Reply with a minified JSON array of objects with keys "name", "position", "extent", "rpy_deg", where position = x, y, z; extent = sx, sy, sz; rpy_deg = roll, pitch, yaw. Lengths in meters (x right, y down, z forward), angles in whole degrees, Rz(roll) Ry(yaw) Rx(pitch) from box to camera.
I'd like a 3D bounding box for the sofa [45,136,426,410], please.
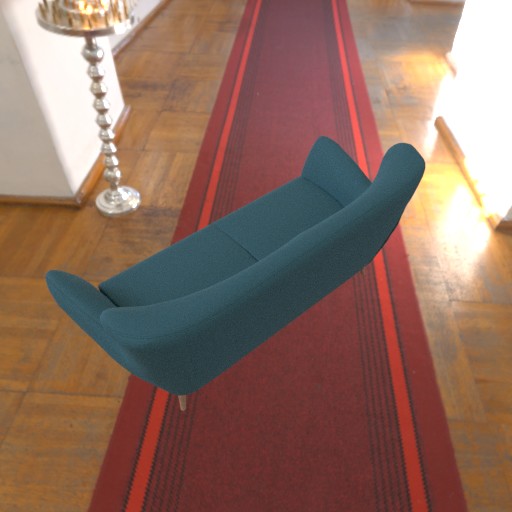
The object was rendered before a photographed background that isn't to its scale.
[{"name":"sofa","position":[0.000,0.000,2.411],"extent":[1.930,0.890,0.889],"rpy_deg":[-32,53,-27]}]
